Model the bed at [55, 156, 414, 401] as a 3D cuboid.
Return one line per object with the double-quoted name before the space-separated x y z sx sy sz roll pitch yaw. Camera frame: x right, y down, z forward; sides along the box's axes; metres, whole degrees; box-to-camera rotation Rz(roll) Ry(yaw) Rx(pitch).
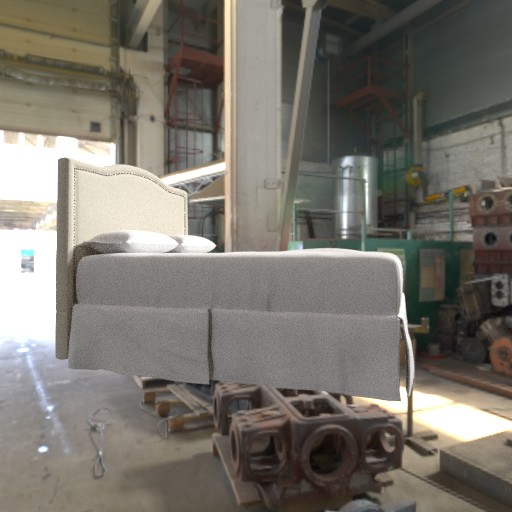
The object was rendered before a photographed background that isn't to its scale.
"bed" 0.000 0.000 3.300 2.196 1.449 1.741 0 0 18
